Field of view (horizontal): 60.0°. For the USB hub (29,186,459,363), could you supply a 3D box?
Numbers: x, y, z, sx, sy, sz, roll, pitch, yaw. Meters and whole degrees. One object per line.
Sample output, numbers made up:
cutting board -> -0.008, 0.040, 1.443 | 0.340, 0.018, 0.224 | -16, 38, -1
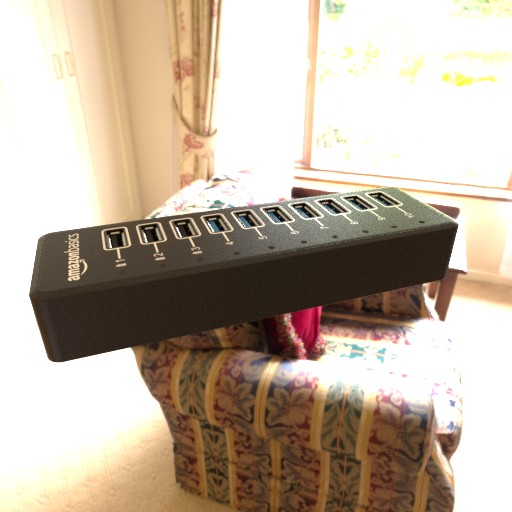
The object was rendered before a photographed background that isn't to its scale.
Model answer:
USB hub -> 0.000, 0.000, 0.162 | 0.145, 0.023, 0.044 | -10, 31, -17
